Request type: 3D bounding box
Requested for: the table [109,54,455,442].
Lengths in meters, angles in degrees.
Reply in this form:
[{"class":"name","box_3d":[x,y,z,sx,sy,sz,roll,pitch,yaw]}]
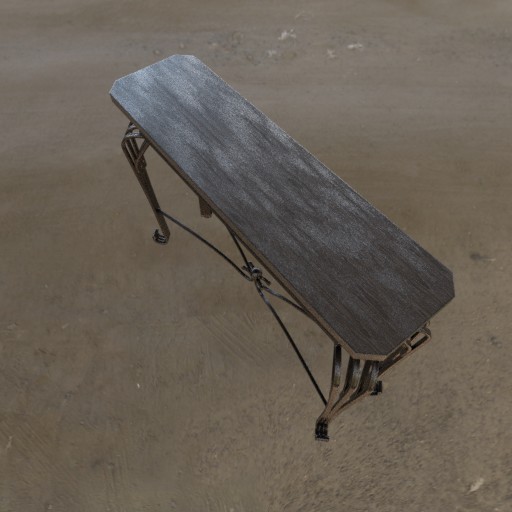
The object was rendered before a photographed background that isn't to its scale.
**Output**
[{"class":"table","box_3d":[0.000,0.000,1.449,0.329,0.800,1.112,-33,63,-20]}]
